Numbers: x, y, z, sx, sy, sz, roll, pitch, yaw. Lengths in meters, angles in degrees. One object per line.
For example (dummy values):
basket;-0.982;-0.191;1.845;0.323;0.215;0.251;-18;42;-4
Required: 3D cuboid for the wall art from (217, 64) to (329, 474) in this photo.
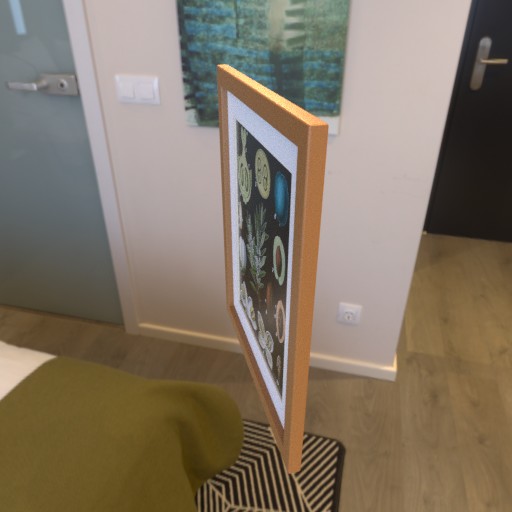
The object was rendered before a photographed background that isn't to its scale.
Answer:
wall art;0.000;0.000;0.521;0.015;0.379;0.310;-8;31;-14
